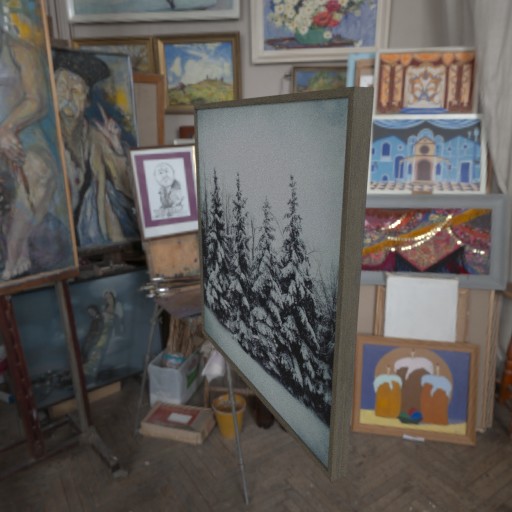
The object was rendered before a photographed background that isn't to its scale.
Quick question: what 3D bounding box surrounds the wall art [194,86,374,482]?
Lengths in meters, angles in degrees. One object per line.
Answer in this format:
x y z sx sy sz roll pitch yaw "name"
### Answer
0.000 0.000 1.131 0.039 0.758 0.758 -8 18 -26 "wall art"
